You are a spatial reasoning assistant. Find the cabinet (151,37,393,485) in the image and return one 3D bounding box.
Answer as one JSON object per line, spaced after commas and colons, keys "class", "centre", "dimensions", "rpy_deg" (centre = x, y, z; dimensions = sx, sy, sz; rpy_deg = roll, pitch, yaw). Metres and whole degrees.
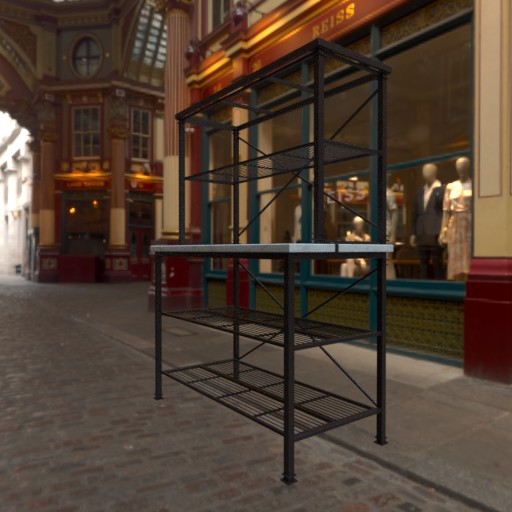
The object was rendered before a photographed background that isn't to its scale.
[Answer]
{"class": "cabinet", "centre": [0.000, 0.000, 2.242], "dimensions": [0.610, 1.659, 1.210], "rpy_deg": [-1, 1, -37]}
